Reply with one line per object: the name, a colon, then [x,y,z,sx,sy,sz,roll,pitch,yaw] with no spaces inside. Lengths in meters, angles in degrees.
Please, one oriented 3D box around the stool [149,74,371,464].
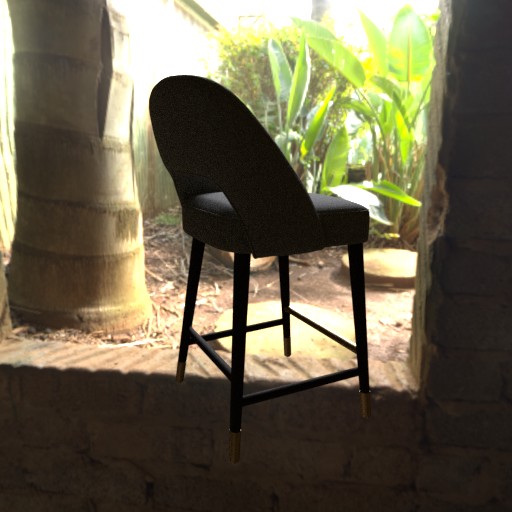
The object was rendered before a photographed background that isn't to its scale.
stool: [0.000,0.000,1.269,0.524,0.925,0.536,-7,15,-27]
